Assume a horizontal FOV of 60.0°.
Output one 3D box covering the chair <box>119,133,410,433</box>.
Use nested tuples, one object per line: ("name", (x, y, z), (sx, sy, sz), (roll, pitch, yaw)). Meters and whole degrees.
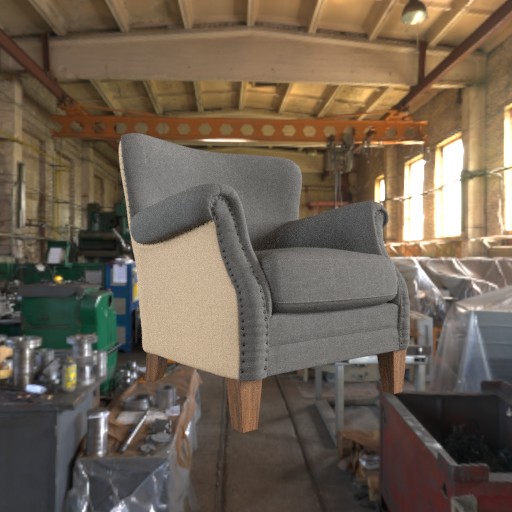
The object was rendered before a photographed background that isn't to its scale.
("chair", (0.000, 0.000, 1.656), (0.861, 0.936, 0.921), (0, 0, -36))
